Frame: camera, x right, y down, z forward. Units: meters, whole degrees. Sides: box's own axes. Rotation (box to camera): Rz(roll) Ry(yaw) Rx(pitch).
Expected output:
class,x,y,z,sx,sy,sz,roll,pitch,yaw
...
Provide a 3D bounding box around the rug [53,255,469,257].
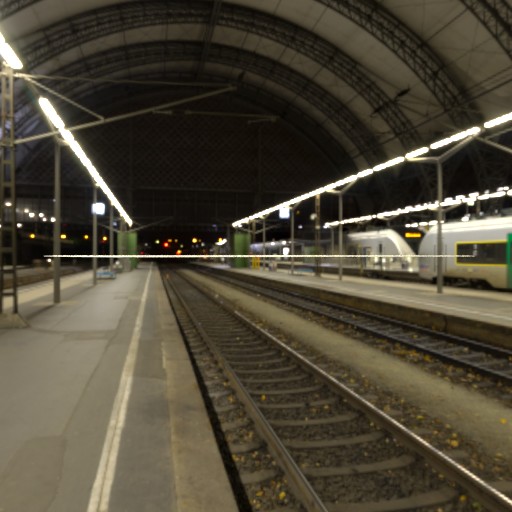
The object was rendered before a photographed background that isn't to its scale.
class,x,y,z,sx,sy,sz,roll,pitch,yaw
rug,0.000,0.000,2.080,1.634,0.003,1.190,0,0,-34
